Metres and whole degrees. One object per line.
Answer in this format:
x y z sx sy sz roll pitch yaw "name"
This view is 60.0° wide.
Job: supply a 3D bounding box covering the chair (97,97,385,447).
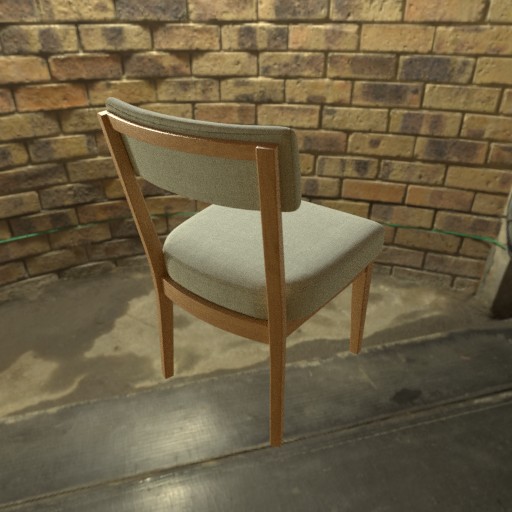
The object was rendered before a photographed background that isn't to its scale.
0.000 0.000 1.193 0.508 0.832 0.572 20 35 31 "chair"
